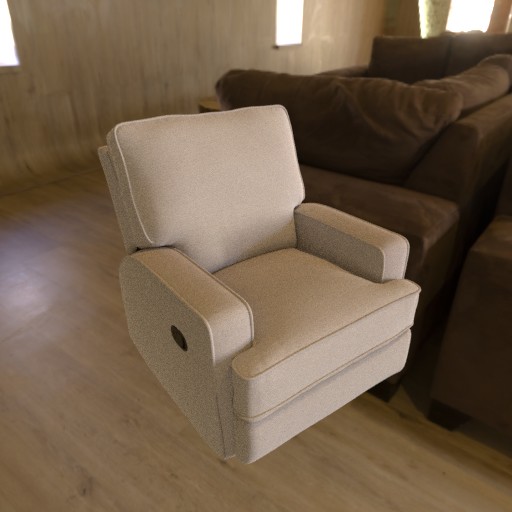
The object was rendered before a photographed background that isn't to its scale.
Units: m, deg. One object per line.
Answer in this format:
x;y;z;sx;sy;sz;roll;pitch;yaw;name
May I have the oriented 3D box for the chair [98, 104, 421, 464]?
0.000;0.000;1.641;0.861;0.964;0.969;-19;34;-31;chair
